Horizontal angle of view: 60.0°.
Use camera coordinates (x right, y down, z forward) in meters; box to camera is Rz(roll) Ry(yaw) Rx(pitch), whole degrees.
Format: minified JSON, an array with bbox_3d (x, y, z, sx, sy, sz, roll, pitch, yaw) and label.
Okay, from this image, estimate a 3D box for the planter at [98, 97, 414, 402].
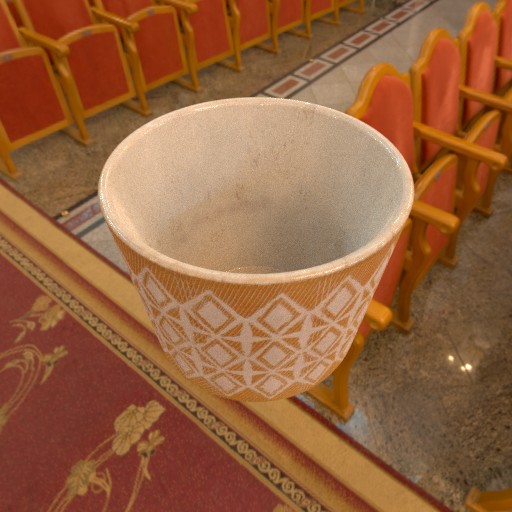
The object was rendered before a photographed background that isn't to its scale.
[{"bbox_3d":[0.000,0.000,0.219,0.126,0.104,0.126,0,45,0],"label":"planter"}]
